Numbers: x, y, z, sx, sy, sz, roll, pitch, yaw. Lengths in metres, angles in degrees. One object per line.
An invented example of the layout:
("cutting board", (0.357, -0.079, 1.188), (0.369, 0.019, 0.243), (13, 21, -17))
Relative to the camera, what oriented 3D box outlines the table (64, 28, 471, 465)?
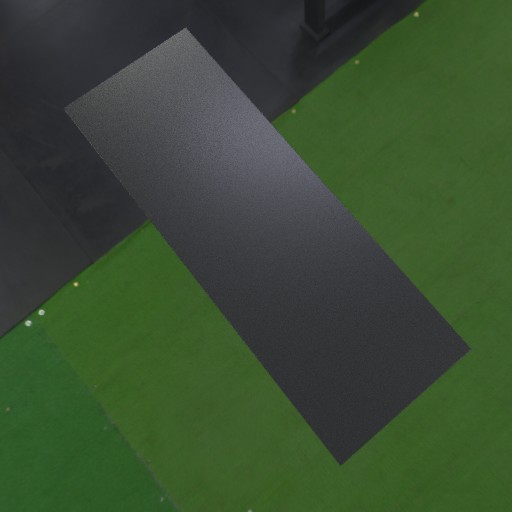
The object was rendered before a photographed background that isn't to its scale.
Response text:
("table", (0.000, 0.000, 1.419), (0.397, 0.753, 1.068), (-38, 80, -8))
